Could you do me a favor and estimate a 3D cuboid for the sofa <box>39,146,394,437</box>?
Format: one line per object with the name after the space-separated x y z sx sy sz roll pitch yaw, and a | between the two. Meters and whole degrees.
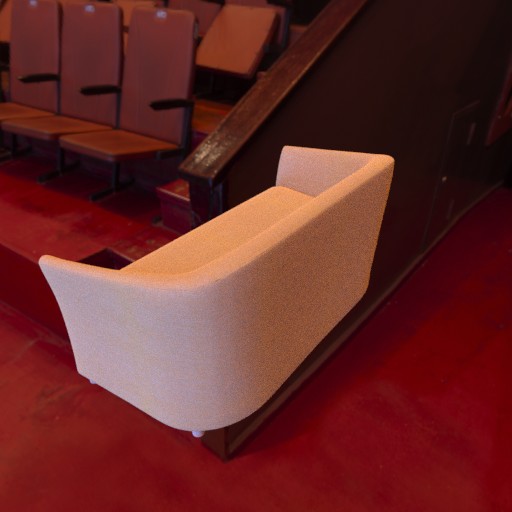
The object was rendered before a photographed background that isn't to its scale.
0.000 0.000 1.867 0.705 0.721 1.452 22 38 31 | sofa
